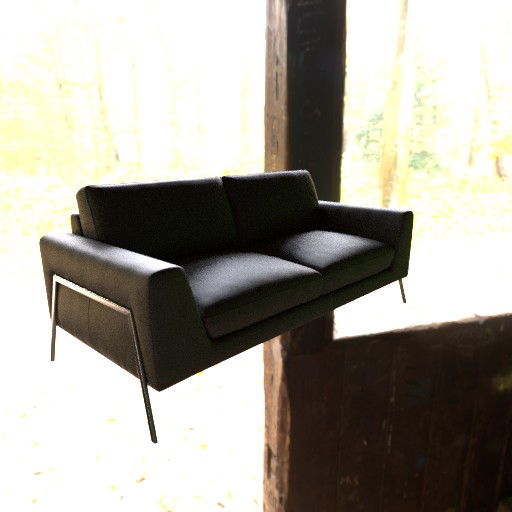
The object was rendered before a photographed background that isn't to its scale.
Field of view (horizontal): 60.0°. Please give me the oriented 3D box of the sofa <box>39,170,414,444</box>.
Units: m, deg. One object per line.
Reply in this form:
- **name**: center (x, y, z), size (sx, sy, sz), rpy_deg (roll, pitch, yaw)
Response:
- **sofa**: center (0.000, 0.000, 2.508), size (0.953, 0.875, 2.017), rpy_deg (13, 19, 42)
